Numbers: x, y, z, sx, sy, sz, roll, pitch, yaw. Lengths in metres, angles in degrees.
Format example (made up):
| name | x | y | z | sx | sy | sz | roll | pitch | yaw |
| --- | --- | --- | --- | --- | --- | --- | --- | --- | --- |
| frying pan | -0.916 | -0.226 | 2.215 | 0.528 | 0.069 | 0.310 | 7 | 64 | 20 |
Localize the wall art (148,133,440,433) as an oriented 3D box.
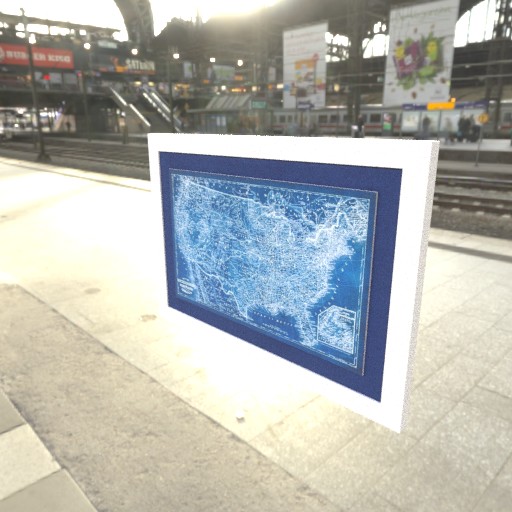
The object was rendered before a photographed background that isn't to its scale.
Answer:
| name | x | y | z | sx | sy | sz | roll | pitch | yaw |
| --- | --- | --- | --- | --- | --- | --- | --- | --- | --- |
| wall art | 0.000 | 0.000 | 1.730 | 1.308 | 0.902 | 0.051 | 15 | 22 | 41 |
